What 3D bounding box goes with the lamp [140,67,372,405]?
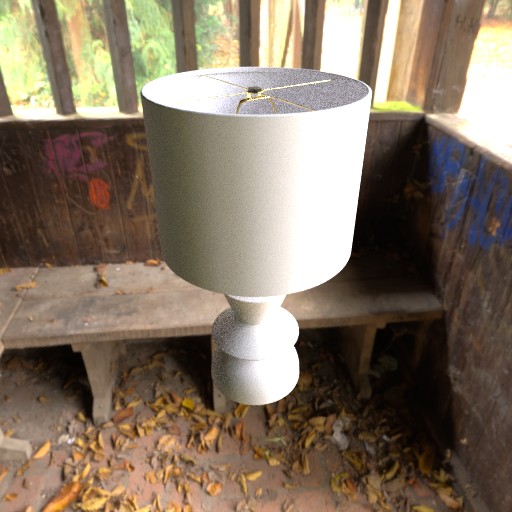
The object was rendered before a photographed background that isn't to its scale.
[{"bbox_3d":[0.000,0.000,0.730,0.301,0.533,0.301,-20,37,-29],"label":"lamp"}]
